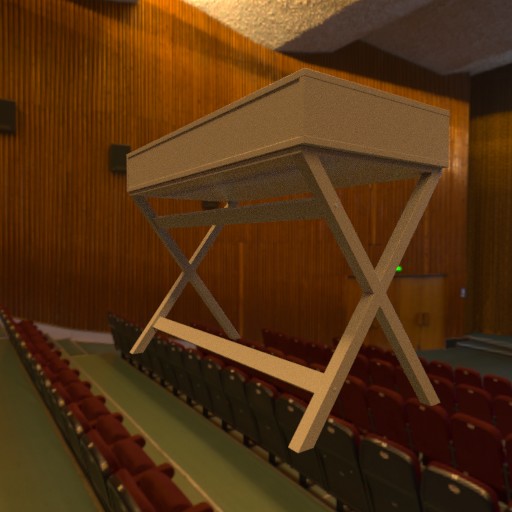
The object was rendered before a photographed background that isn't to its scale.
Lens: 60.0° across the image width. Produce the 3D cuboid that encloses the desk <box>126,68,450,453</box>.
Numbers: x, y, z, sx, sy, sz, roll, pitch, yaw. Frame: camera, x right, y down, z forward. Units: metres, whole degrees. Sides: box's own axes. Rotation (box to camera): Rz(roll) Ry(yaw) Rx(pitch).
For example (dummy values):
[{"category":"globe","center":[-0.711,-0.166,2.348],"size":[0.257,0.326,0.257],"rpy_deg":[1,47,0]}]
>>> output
[{"category":"desk","center":[0.000,0.000,1.466],"size":[0.509,0.780,1.059],"rpy_deg":[-1,2,-35]}]
